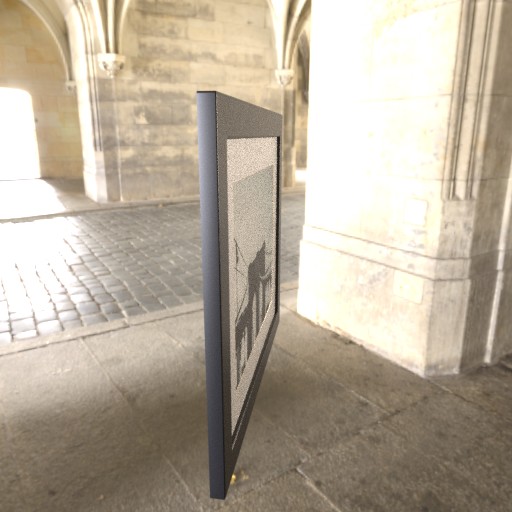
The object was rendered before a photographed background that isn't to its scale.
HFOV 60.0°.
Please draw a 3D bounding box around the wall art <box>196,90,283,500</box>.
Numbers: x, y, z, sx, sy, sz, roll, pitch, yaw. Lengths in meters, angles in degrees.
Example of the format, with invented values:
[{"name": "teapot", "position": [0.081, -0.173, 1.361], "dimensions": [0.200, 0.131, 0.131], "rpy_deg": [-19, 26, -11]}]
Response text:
[{"name": "wall art", "position": [0.000, 0.000, 0.706], "dimensions": [0.018, 0.450, 0.521], "rpy_deg": [3, 16, 10]}]
